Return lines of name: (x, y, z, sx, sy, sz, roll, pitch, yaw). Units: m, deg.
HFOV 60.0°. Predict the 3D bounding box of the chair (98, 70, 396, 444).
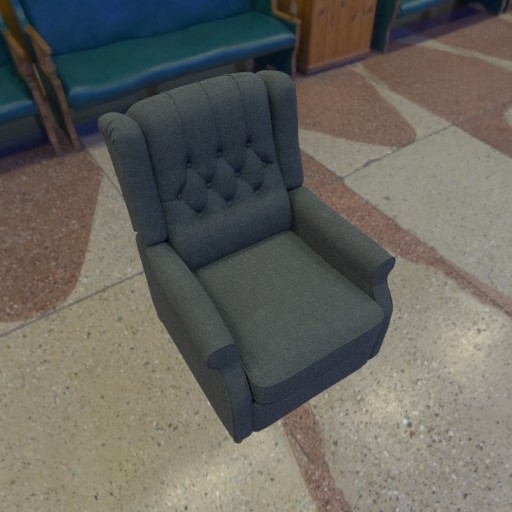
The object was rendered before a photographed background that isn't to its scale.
chair: (0.000, 0.000, 1.620, 0.742, 1.035, 0.898, -25, 51, -22)
